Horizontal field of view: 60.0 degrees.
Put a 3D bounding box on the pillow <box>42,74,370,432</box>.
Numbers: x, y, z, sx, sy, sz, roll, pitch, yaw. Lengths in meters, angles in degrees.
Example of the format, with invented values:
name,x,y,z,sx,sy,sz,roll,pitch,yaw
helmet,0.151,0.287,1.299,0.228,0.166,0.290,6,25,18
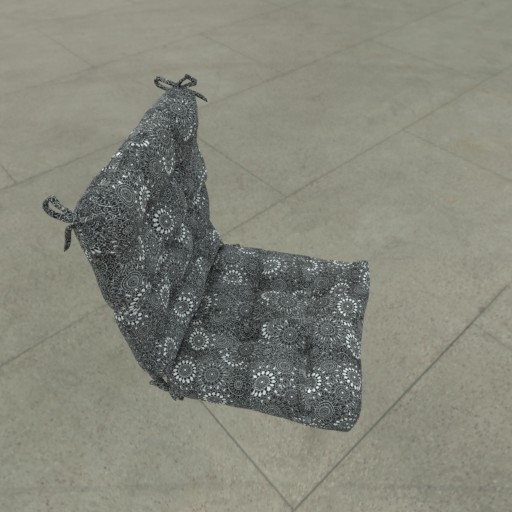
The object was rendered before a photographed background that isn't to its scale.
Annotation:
name,x,y,z,sx,sy,sz,roll,pitch,yaw
pillow,0.000,0.000,0.994,0.571,0.605,0.519,9,47,9
